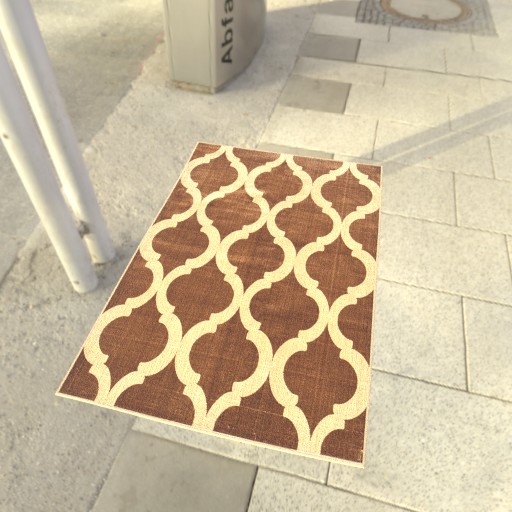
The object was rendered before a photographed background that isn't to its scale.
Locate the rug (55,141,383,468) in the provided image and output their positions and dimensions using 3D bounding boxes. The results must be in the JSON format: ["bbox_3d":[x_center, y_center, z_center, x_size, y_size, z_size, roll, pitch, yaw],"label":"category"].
[{"bbox_3d":[0.000,0.000,2.824,1.526,0.014,2.290,10,48,9],"label":"rug"}]
